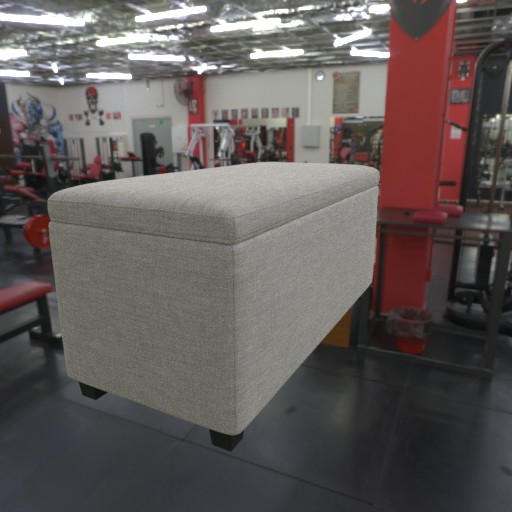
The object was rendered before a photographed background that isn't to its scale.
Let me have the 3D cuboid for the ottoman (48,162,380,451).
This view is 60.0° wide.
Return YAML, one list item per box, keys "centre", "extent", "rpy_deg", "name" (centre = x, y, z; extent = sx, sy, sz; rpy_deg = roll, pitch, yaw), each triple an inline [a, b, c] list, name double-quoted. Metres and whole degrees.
- centre: [0.000, 0.000, 1.125]
  extent: [0.419, 0.432, 0.902]
  rpy_deg: [8, 17, 27]
  name: "ottoman"
